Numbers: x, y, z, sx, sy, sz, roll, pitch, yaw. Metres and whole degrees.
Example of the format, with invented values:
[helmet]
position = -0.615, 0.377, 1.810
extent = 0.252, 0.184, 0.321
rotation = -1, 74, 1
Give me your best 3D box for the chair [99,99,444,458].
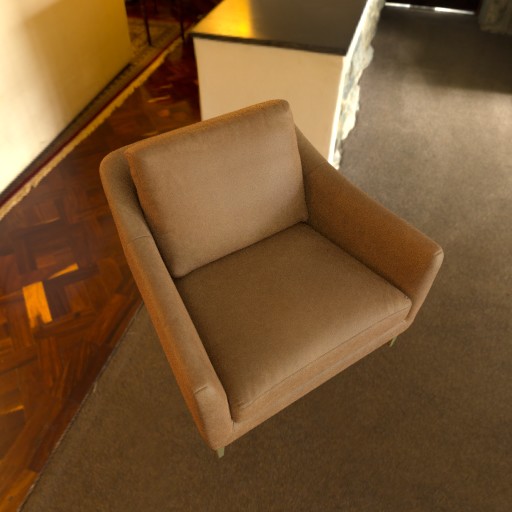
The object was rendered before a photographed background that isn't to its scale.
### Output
[chair]
position = 0.000, 0.000, 1.719
extent = 0.988, 0.895, 0.963
rotation = -25, 51, -22
